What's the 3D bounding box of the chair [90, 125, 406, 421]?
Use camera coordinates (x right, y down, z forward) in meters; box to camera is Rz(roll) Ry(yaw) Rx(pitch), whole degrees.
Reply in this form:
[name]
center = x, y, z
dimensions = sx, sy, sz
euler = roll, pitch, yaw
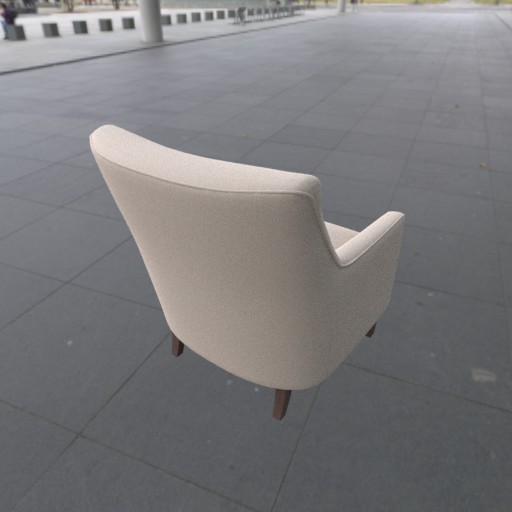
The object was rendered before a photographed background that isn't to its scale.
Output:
[chair]
center = 0.000, 0.000, 1.560
dimensions = 0.756, 0.916, 0.879
euler = 22, 37, 32
